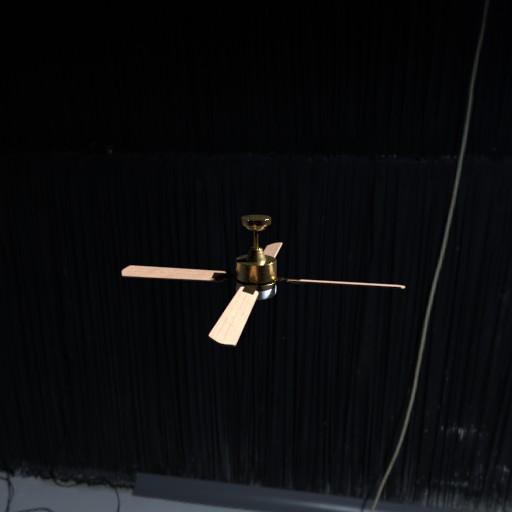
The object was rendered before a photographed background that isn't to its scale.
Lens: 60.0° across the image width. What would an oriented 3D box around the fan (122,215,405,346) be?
[{"bbox_3d":[0.000,0.000,2.017,1.320,0.355,1.320,3,16,10],"label":"fan"}]
